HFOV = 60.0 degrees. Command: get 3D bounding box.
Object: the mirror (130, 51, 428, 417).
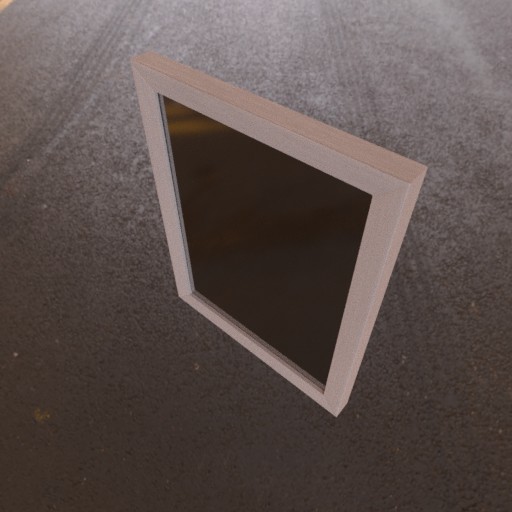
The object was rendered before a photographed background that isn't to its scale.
[{"bbox_3d":[0.000,0.000,0.688,0.405,0.508,0.041,32,55,27],"label":"mirror"}]
